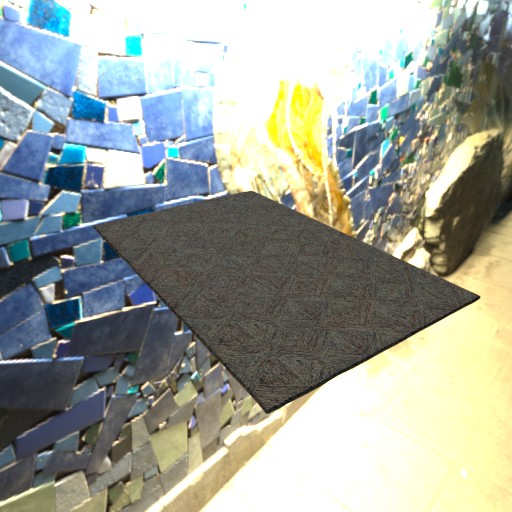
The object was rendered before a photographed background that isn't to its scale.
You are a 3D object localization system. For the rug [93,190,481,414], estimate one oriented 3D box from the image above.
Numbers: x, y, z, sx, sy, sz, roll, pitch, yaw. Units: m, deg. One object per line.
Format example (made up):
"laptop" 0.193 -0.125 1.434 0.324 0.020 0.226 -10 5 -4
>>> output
"rug" 0.000 0.000 2.260 1.143 0.014 1.761 -17 32 -31
